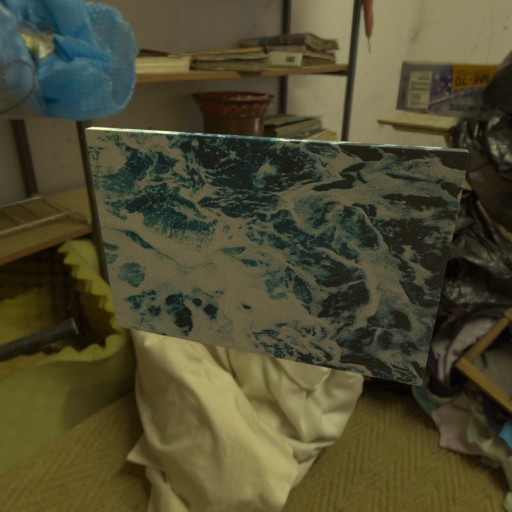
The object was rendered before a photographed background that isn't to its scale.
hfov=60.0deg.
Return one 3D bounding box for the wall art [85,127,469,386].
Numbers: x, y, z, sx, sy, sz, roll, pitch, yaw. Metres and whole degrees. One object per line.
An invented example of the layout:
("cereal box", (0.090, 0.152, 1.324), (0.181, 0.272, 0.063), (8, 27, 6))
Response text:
("wall art", (0.000, 0.000, 1.938), (1.524, 1.017, 0.055), (8, 27, 16))
